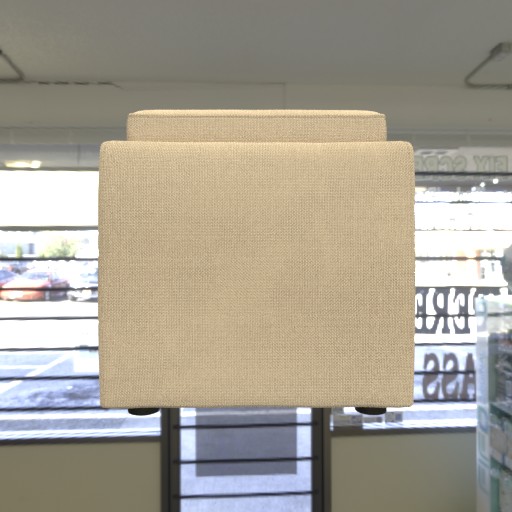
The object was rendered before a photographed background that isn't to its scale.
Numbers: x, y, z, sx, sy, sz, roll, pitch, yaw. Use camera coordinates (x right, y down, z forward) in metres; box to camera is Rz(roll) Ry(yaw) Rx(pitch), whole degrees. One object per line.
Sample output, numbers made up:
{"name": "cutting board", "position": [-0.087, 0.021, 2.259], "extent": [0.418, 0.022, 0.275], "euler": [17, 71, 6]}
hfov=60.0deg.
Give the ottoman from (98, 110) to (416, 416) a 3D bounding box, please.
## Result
{"name": "ottoman", "position": [0.000, 0.000, 0.827], "extent": [0.450, 0.460, 0.451], "euler": [0, -1, 0]}
